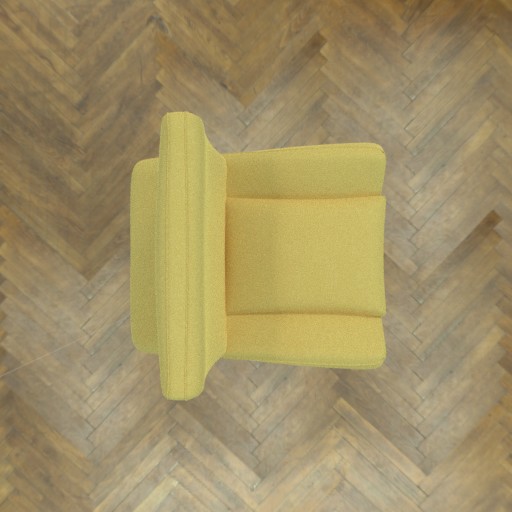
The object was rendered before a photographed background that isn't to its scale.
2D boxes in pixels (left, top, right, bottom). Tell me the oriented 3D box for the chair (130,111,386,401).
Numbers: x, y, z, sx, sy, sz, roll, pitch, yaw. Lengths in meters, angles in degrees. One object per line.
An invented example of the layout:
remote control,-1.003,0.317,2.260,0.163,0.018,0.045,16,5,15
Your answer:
chair,0.000,0.000,1.688,1.008,0.855,0.859,0,90,0
